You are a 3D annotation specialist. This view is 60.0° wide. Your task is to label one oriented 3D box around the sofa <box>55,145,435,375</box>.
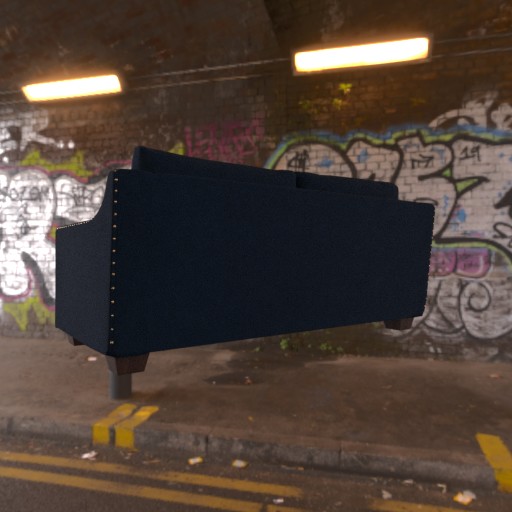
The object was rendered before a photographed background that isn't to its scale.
[{"bbox_3d":[0.000,0.000,2.732,2.107,0.983,1.104,0,0,-36],"label":"sofa"}]
